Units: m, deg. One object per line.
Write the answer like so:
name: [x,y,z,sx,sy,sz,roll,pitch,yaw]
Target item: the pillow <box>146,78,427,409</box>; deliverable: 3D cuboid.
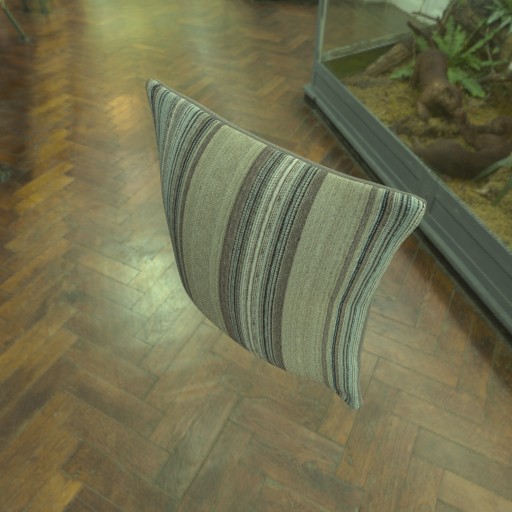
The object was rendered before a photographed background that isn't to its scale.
pillow: [0.000,0.000,0.664,0.435,0.416,0.189,33,53,29]
